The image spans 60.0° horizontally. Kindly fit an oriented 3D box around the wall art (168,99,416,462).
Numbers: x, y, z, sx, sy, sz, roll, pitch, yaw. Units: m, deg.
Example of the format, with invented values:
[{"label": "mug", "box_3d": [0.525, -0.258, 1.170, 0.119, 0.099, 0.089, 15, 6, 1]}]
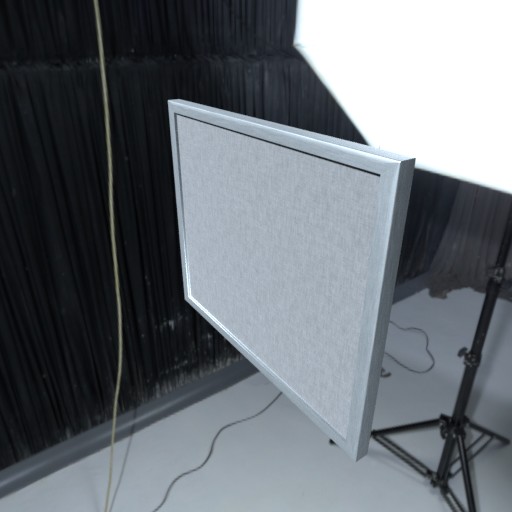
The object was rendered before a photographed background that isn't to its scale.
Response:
[{"label": "wall art", "box_3d": [0.000, 0.000, 0.769, 0.028, 0.457, 0.556, -18, 32, -31]}]
